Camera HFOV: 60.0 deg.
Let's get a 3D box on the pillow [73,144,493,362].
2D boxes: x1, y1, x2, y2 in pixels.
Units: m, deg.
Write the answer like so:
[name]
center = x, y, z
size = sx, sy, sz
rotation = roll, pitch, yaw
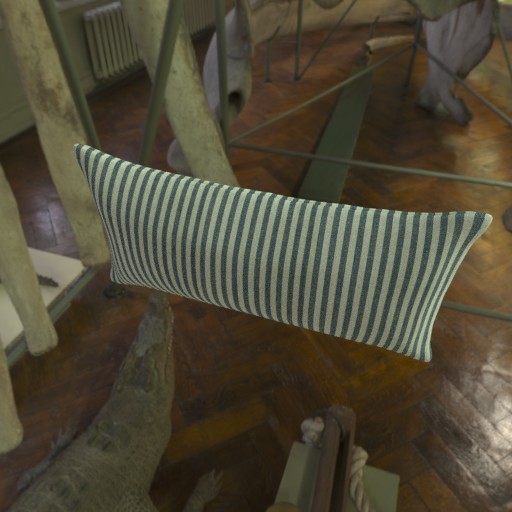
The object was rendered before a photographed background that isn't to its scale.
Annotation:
[pillow]
center = 0.000, 0.000, 0.715
size = 0.617, 0.295, 0.151
rotation = 13, 41, 15
